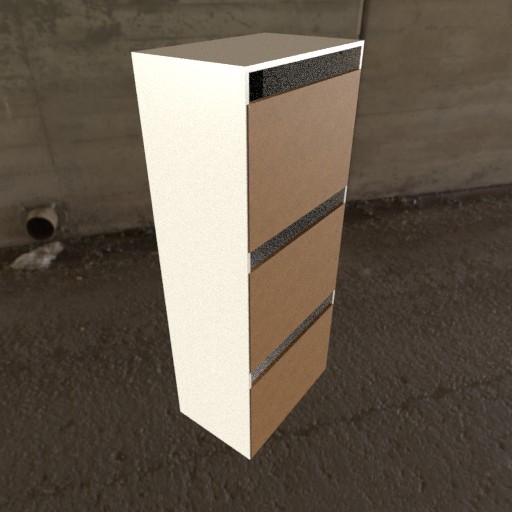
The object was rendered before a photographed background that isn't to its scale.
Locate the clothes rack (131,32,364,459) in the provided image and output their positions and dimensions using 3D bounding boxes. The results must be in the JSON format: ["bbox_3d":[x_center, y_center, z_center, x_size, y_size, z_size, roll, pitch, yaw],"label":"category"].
[{"bbox_3d":[0.000,0.000,1.374,0.330,1.187,0.500,22,38,31],"label":"clothes rack"}]
